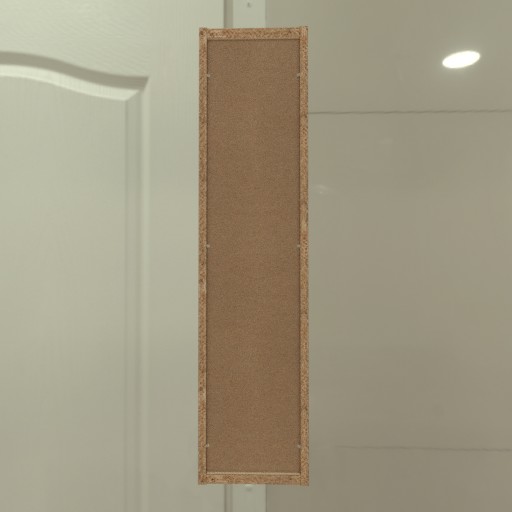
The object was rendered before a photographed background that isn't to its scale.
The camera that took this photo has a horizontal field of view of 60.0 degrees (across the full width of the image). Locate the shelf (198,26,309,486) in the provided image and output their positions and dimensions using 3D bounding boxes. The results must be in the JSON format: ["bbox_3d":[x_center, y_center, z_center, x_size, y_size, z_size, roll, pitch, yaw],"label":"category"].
[{"bbox_3d":[0.000,0.000,0.725,0.147,0.600,0.290,0,-1,1],"label":"shelf"}]
